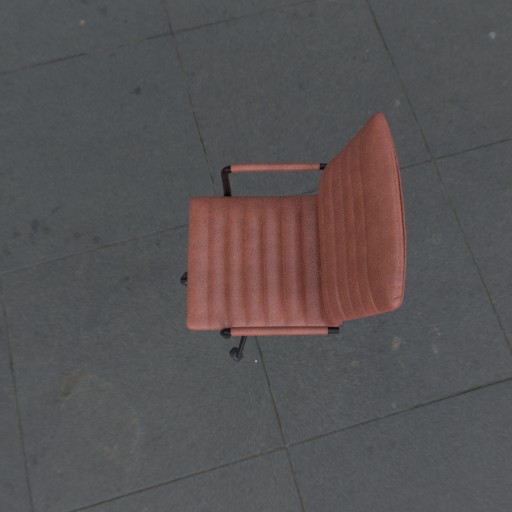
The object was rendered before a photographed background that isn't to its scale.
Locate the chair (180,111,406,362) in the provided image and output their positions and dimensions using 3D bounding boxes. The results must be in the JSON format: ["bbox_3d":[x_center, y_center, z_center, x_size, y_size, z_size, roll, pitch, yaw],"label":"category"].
[{"bbox_3d":[0.000,0.000,1.287,0.578,0.878,0.600,-1,77,0],"label":"chair"}]
